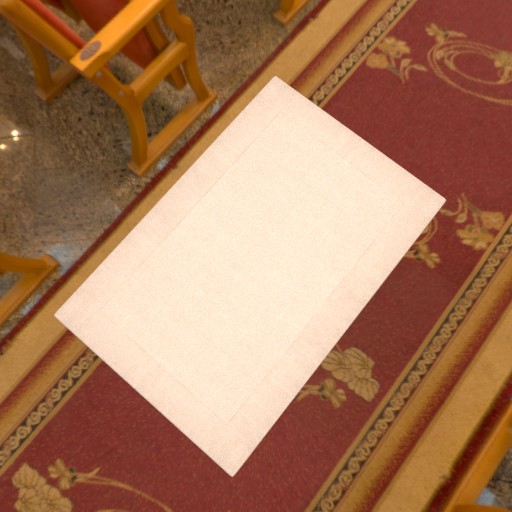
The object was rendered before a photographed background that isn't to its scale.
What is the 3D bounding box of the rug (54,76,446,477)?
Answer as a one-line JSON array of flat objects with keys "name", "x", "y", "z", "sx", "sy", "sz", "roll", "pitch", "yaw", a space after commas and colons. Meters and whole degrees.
[{"name": "rug", "x": 0.000, "y": 0.000, "z": 2.375, "sx": 1.219, "sy": 0.013, "sz": 1.829, "roll": 39, "pitch": 80, "yaw": 8}]
